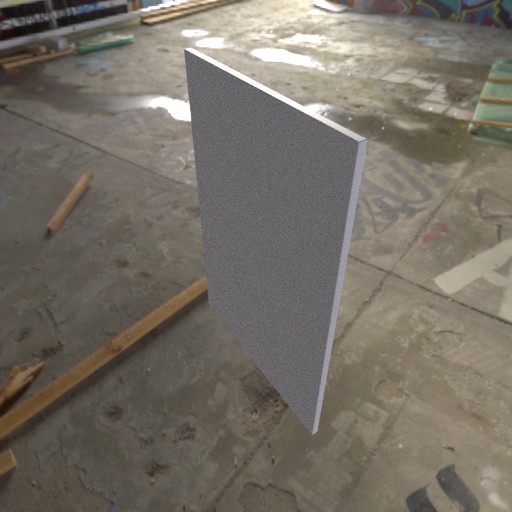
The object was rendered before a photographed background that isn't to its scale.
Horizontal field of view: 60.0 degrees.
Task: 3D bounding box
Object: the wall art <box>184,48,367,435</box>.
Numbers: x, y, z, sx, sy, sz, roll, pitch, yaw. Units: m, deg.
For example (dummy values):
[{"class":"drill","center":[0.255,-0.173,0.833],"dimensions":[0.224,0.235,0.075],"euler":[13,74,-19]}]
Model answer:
[{"class":"wall art","center":[0.000,0.000,0.632],"dimensions":[0.011,0.482,0.329],"euler":[-23,45,-25]}]
